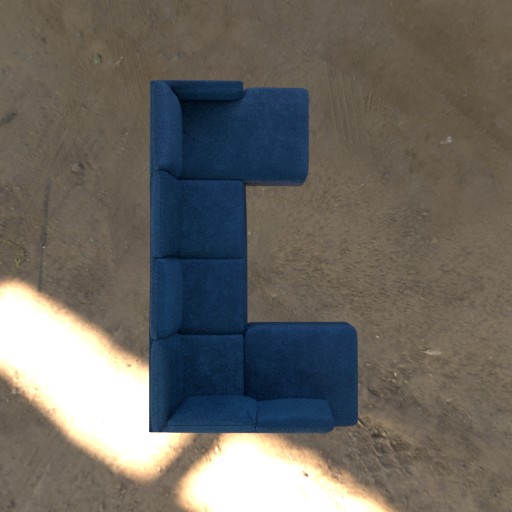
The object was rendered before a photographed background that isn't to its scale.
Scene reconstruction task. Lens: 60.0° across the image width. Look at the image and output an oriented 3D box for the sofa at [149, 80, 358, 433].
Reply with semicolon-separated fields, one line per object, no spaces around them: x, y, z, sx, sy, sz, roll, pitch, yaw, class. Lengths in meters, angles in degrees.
0.000;0.000;4.485;2.055;0.992;3.434;0;89;-1;sofa
